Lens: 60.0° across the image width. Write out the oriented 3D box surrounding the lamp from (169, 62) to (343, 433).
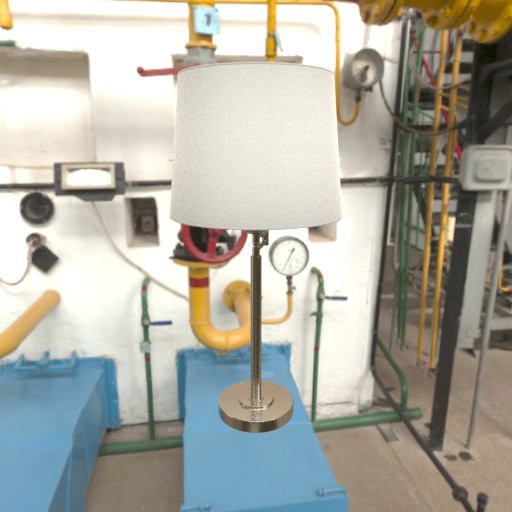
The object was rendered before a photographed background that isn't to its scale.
[{"bbox_3d":[0.000,0.000,0.888,0.333,0.696,0.333,0,14,0],"label":"lamp"}]
